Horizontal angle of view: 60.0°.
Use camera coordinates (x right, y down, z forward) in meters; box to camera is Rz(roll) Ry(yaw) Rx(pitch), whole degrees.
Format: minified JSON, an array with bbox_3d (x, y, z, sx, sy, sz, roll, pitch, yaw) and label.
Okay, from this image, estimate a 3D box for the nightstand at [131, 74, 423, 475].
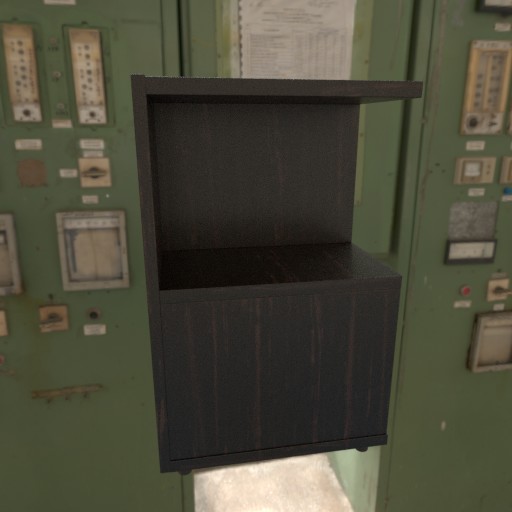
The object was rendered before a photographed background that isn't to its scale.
[{"bbox_3d":[0.000,0.000,0.793,0.356,0.559,0.400,-3,17,-10],"label":"nightstand"}]
